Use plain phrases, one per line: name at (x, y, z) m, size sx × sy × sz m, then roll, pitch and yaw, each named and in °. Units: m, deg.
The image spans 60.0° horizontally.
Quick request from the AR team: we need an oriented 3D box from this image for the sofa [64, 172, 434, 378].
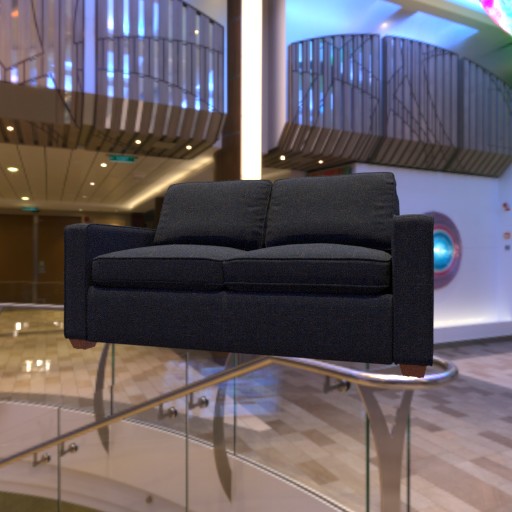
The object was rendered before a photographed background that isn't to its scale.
sofa at (0.000, 0.000, 2.320) m, size 1.709 × 0.918 × 0.947 m, roll 0°, pitch 0°, yaw 19°
